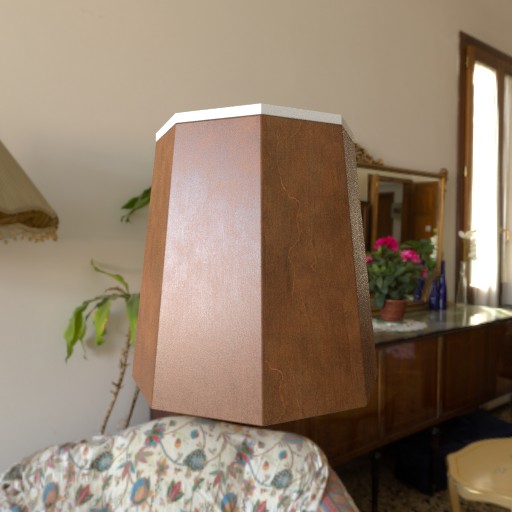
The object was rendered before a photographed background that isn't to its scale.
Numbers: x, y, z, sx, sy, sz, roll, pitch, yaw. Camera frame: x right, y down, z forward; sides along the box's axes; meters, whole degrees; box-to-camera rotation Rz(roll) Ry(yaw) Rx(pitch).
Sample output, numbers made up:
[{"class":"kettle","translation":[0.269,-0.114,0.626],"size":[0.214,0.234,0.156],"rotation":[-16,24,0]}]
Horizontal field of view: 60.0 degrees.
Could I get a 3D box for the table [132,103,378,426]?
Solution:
[{"class":"table","translation":[0.000,0.000,0.838],"size":[0.439,0.457,0.439],"rotation":[1,2,18]}]
